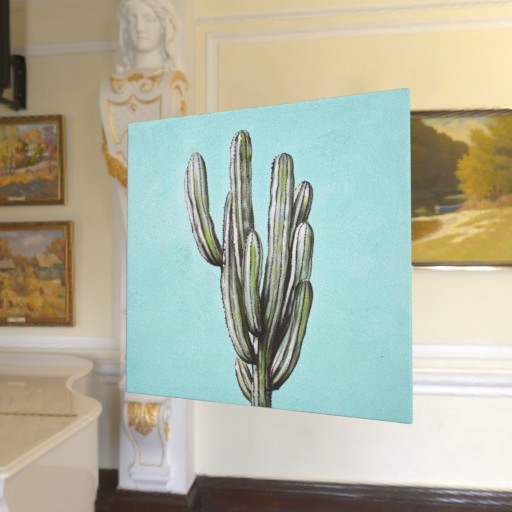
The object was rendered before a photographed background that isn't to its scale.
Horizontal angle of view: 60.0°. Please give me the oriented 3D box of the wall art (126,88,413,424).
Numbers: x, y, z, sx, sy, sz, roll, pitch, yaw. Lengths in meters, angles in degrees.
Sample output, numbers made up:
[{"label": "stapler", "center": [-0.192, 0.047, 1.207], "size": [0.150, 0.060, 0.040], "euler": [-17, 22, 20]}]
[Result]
[{"label": "wall art", "center": [0.000, 0.000, 1.619], "size": [1.071, 1.073, 0.070], "euler": [0, -1, 19]}]
